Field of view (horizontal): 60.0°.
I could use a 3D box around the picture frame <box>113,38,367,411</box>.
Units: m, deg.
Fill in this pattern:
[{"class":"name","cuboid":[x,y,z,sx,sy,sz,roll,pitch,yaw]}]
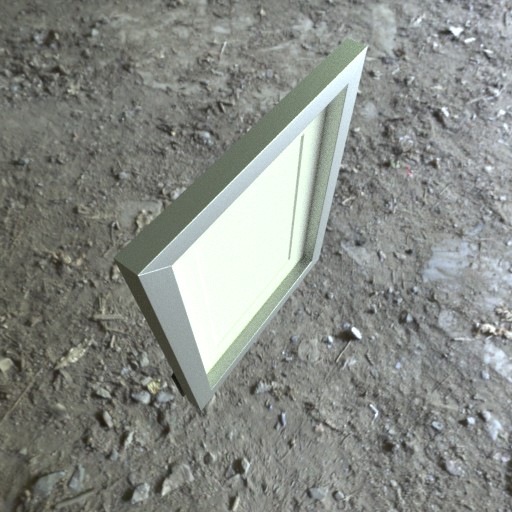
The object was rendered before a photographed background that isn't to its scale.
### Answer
[{"class":"picture frame","cuboid":[0.000,0.000,0.522,0.036,0.386,0.307,32,64,18]}]
